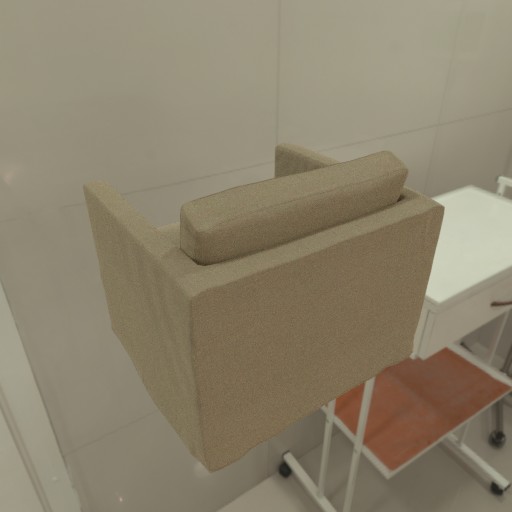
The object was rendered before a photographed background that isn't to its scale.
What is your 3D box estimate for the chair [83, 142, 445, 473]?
[{"bbox_3d":[0.000,0.000,1.782,1.057,0.863,0.949,-19,35,-29],"label":"chair"}]
